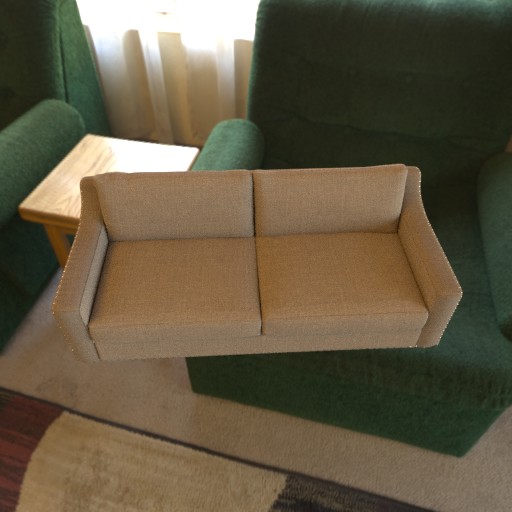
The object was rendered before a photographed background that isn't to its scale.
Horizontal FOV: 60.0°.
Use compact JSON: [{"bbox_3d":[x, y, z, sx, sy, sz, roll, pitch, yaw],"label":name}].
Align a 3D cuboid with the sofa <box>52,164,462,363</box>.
[{"bbox_3d":[0.000,0.000,2.751,2.208,0.857,1.000,-2,46,-2],"label":"sofa"}]
